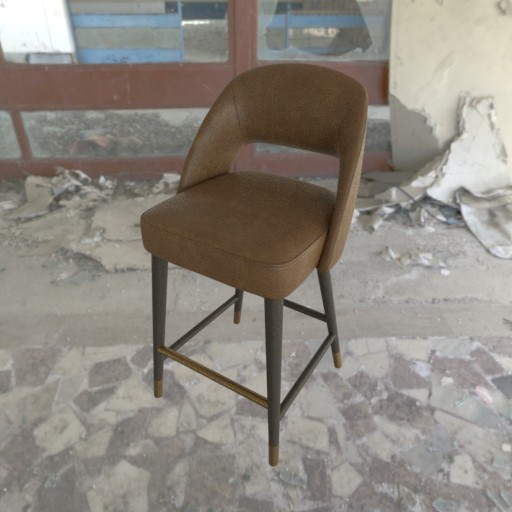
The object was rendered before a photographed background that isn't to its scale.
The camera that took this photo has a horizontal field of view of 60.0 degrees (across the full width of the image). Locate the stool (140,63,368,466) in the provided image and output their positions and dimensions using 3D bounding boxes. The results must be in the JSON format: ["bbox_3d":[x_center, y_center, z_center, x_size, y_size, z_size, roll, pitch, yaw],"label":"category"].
[{"bbox_3d":[0.000,0.000,1.241,0.494,0.940,0.509,19,36,28],"label":"stool"}]
